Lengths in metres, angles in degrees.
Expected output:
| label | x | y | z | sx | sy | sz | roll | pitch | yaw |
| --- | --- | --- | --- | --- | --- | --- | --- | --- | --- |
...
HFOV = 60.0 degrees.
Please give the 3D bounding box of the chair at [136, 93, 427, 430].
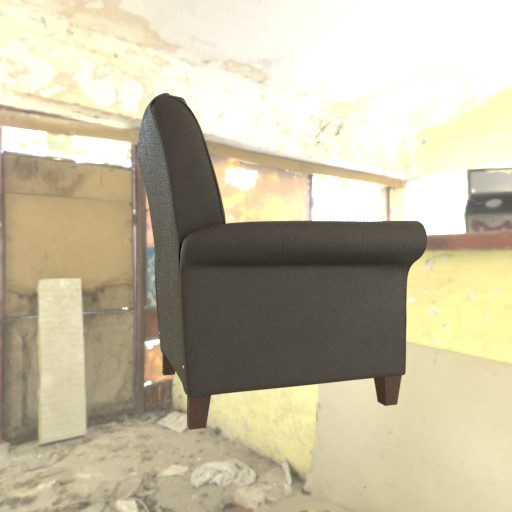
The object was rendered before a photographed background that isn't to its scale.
| label | x | y | z | sx | sy | sz | roll | pitch | yaw |
| --- | --- | --- | --- | --- | --- | --- | --- | --- | --- |
| chair | 0.000 | 0.000 | 1.788 | 0.902 | 1.061 | 0.978 | 0 | 0 | -18 |
